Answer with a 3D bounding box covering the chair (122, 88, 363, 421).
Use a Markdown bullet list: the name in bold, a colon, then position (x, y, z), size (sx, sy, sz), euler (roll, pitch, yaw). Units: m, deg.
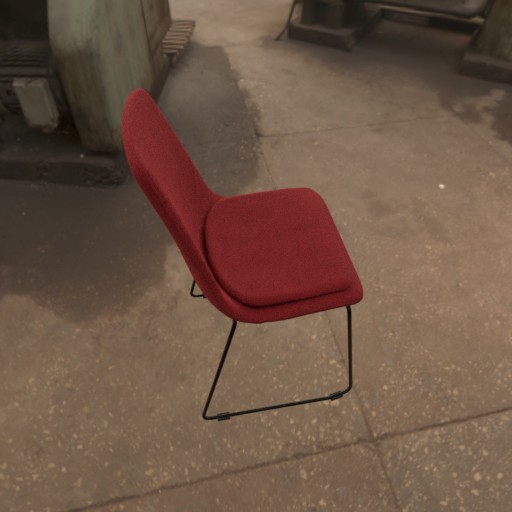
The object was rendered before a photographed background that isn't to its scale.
- **chair**: position (0.000, 0.000, 1.174), size (0.518, 0.858, 0.479), euler (-7, 47, -7)
